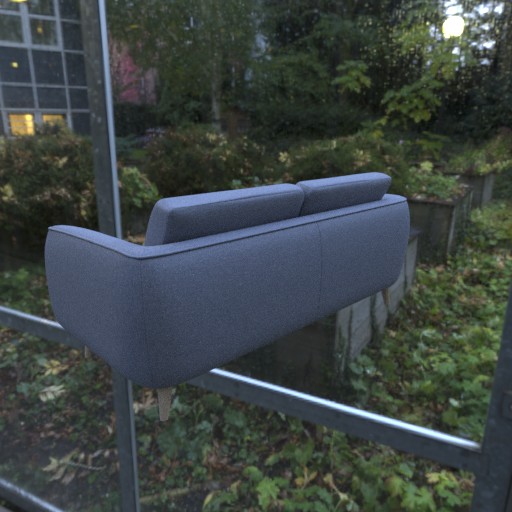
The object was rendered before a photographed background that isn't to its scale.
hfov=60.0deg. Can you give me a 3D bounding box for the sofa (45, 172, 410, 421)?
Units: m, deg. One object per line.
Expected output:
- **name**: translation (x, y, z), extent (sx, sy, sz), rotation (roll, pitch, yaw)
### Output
- **sofa**: translation (0.000, 0.000, 2.531), extent (2.000, 0.870, 0.920), rotation (-15, 22, -42)
